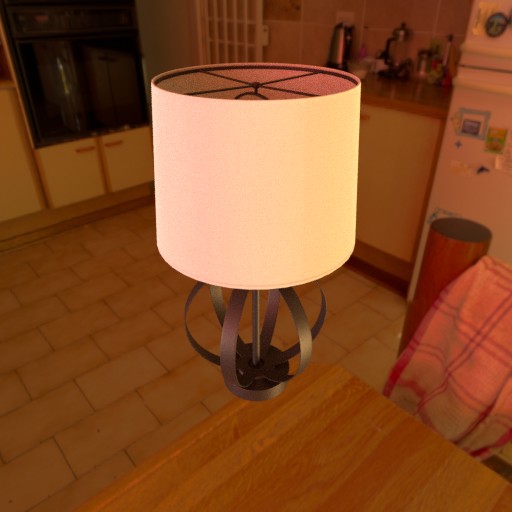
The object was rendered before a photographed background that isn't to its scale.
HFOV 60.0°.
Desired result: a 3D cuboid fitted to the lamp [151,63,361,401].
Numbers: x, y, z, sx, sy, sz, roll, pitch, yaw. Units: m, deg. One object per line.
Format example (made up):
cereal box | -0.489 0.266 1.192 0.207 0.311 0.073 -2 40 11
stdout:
lamp | 0.000 0.000 0.675 0.286 0.510 0.286 0 31 0
